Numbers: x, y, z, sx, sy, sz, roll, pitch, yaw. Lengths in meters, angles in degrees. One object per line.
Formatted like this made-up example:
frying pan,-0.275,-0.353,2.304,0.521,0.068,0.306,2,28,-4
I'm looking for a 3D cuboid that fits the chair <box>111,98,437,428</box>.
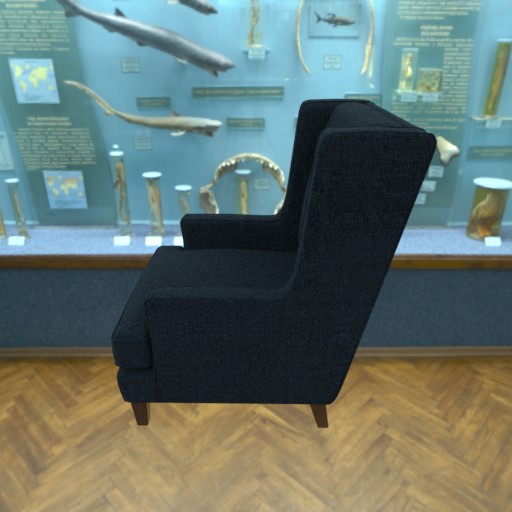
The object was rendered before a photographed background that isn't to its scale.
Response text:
chair,0.000,0.000,1.702,0.947,1.072,0.764,0,25,1
